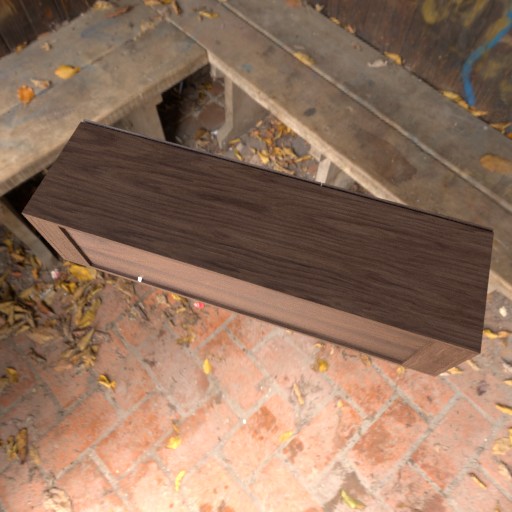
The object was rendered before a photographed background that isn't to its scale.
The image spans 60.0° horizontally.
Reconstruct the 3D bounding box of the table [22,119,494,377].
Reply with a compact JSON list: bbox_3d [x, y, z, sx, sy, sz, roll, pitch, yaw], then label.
[{"bbox_3d":[0.000,0.000,1.590,1.397,0.508,0.405,17,66,8],"label":"table"}]
